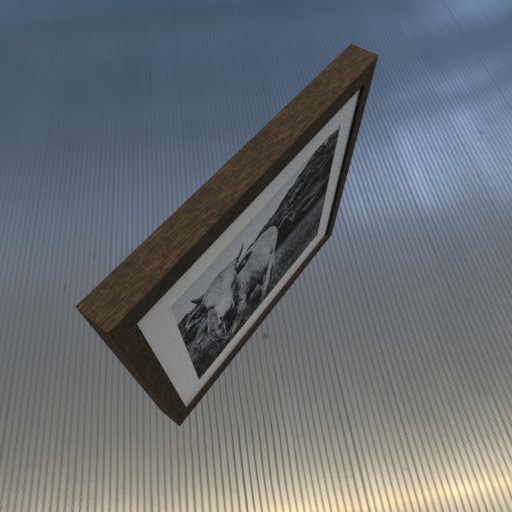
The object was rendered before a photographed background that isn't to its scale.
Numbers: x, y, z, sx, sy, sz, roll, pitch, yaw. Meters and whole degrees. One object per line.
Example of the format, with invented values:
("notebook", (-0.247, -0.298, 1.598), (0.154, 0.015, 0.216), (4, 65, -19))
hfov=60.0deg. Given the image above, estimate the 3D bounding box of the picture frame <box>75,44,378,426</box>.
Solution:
("picture frame", (0.000, 0.000, 0.524), (0.033, 0.330, 0.378), (33, 64, 18))
